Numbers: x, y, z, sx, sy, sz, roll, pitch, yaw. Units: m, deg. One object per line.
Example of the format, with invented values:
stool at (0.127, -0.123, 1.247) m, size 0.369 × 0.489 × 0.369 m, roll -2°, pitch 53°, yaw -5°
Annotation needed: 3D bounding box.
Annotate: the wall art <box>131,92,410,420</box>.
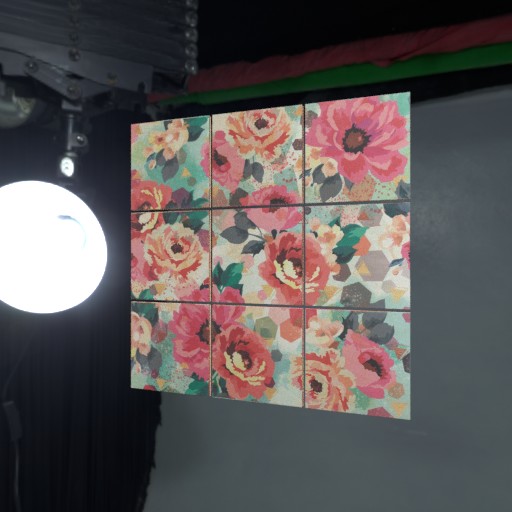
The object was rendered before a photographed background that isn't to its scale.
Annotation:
wall art at (0.000, 0.000, 1.387) m, size 0.911 × 0.910 × 0.012 m, roll 0°, pitch 0°, yaw 19°
